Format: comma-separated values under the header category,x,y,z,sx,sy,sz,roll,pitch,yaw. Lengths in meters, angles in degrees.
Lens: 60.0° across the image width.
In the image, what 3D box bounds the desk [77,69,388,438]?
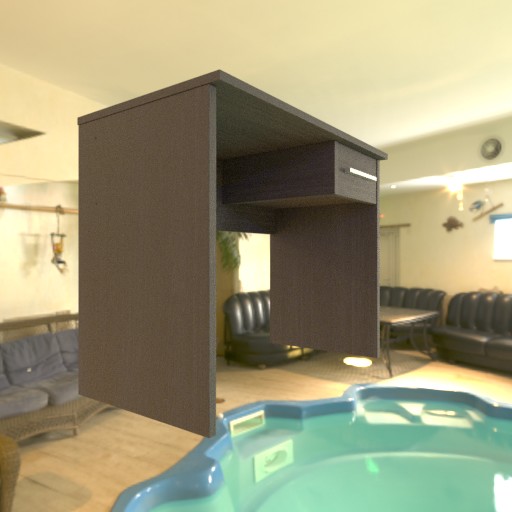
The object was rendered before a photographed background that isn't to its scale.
category,x,y,z,sx,sy,sz,roll,pitch,yaw
desk,0.000,0.000,1.366,0.498,0.724,0.893,0,0,37
